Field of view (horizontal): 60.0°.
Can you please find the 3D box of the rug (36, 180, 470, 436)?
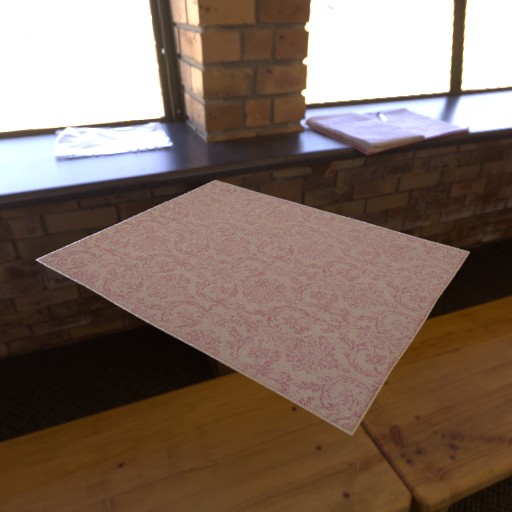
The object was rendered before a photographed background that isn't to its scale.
[{"bbox_3d":[0.000,0.000,3.880,2.980,0.012,2.363,21,36,31],"label":"rug"}]
